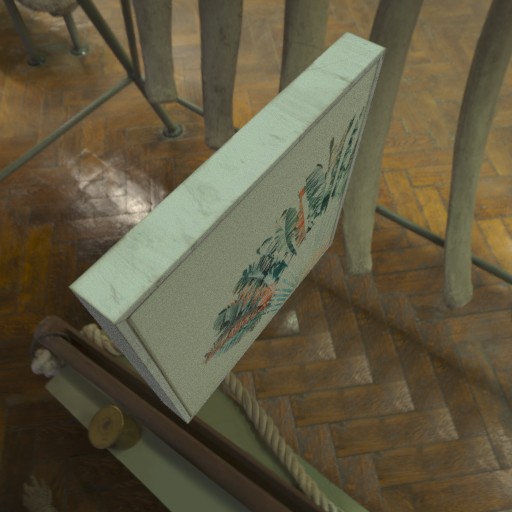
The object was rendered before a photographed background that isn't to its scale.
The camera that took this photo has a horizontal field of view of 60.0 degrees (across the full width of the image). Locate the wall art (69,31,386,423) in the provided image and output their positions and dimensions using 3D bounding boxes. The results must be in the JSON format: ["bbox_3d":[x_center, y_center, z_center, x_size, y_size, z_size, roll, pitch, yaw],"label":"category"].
[{"bbox_3d":[0.000,0.000,0.441,0.038,0.303,0.305,33,65,18],"label":"wall art"}]
